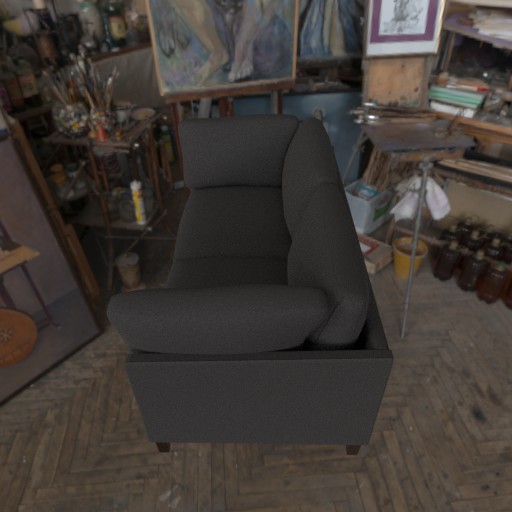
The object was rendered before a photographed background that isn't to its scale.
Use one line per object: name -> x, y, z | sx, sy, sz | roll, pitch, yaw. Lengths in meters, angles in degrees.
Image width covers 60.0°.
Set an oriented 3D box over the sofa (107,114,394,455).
sofa -> 0.000, 0.000, 2.315 | 0.969, 0.920, 1.751 | 1, 39, 1
